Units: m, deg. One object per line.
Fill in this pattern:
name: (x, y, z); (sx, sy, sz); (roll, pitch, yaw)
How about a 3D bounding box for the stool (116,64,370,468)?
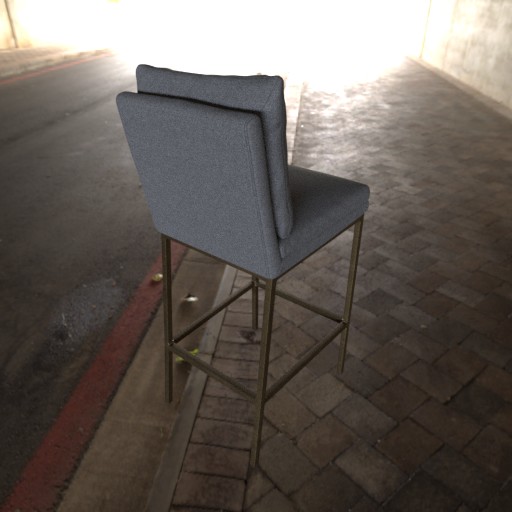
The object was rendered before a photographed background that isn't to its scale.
stool: (0.000, 0.000, 1.389); (0.463, 1.130, 0.569); (22, 37, 33)
